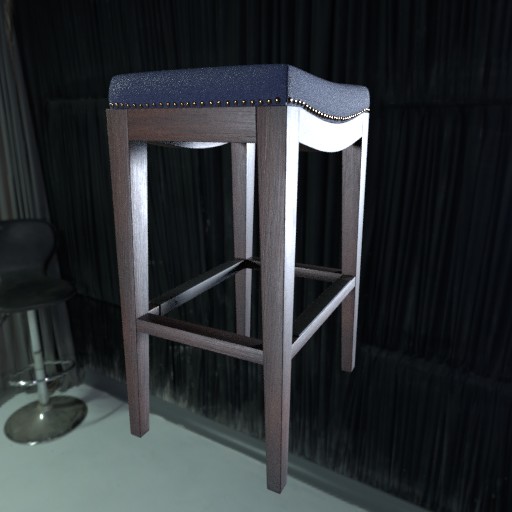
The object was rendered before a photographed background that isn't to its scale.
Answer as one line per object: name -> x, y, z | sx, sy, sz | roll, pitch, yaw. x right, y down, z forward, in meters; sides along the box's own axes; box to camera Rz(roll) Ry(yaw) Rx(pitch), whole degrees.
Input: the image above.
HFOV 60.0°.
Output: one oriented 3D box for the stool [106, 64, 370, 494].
stool -> 0.000, 0.000, 0.994 | 0.358, 0.740, 0.498 | 8, 19, 26
